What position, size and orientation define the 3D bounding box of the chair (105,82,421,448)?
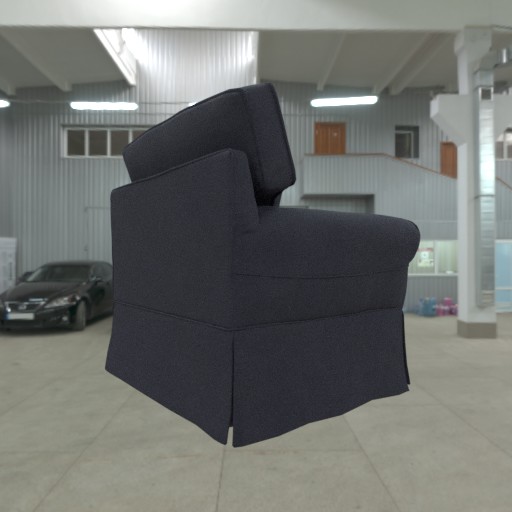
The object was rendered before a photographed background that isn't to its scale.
[{"bbox_3d":[0.000,0.000,1.966,1.002,1.140,1.119,0,0,-36],"label":"chair"}]
